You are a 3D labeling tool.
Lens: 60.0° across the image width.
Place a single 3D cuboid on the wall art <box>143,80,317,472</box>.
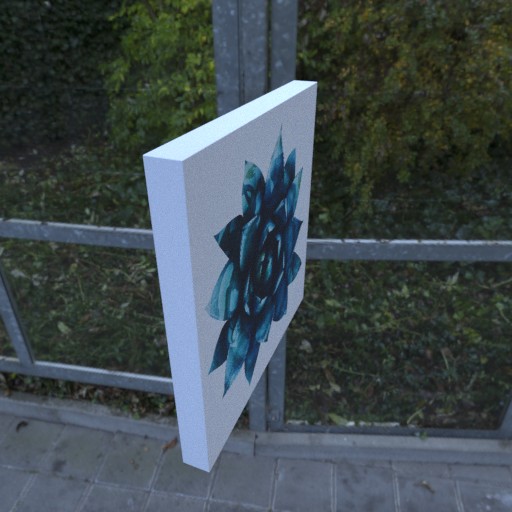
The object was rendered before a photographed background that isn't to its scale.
[{"bbox_3d":[0.000,0.000,0.626,0.038,0.406,0.406,12,32,19],"label":"wall art"}]
